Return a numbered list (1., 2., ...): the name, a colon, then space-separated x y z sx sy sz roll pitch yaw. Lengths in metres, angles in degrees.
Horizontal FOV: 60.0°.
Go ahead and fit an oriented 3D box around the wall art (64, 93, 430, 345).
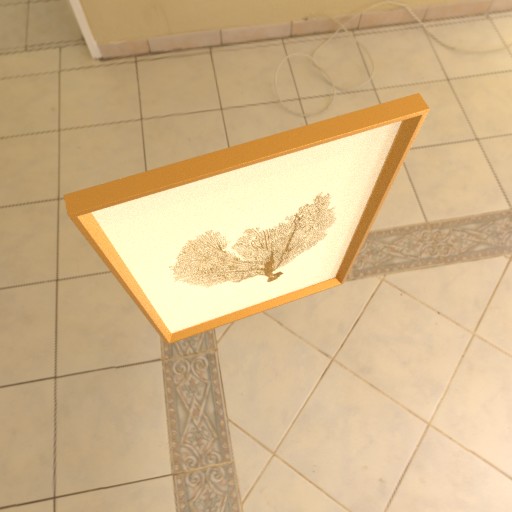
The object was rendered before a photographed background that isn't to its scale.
1. wall art: 0.000 0.000 1.079 0.610 0.812 0.038 -18 66 -8
